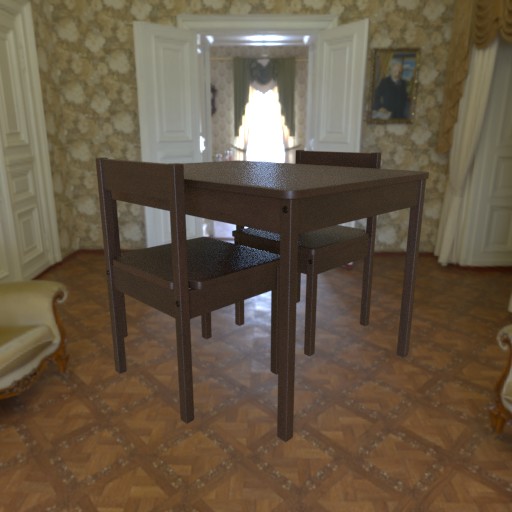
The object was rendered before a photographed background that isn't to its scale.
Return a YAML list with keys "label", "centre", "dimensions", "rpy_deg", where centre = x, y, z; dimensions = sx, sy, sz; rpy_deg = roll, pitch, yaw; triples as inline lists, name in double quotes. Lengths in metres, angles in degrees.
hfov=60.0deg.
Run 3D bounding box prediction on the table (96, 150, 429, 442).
- label: "table"
  centre: [0.000, 0.000, 1.128]
  dimensions: [0.672, 0.503, 0.650]
  rpy_deg: [-15, 21, -43]
